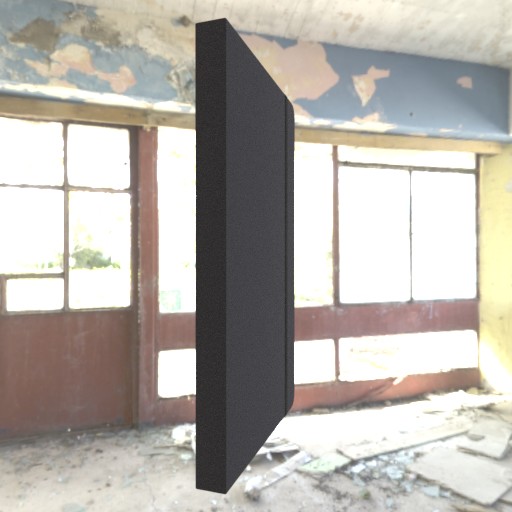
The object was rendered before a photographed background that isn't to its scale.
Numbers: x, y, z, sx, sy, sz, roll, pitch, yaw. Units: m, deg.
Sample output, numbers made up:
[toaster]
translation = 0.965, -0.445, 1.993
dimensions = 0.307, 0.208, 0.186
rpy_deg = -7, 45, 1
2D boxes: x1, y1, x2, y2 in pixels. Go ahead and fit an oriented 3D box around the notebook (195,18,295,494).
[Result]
[notebook]
translation = 0.000, 0.000, 0.259
dimensions = 0.016, 0.213, 0.127
rpy_deg = 0, 0, 19
